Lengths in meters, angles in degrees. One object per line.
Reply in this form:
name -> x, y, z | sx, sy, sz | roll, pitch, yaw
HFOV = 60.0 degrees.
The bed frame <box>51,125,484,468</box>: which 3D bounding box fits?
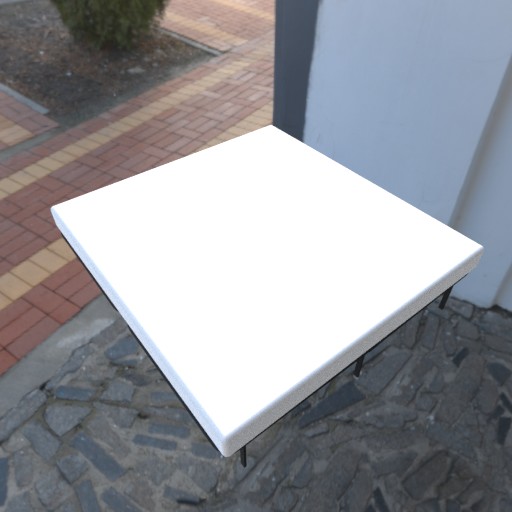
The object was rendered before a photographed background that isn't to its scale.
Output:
bed frame -> 0.000, 0.000, 2.989 | 1.935, 0.525, 2.033 | -28, 50, -27
